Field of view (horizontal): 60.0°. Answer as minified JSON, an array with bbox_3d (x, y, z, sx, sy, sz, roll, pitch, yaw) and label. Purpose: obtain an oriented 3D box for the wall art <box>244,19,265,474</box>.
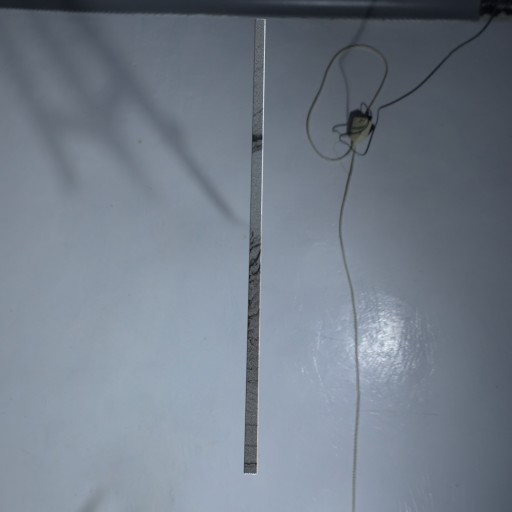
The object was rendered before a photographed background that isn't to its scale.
[{"bbox_3d":[0.000,0.000,1.145,0.023,0.607,0.914,1,75,0],"label":"wall art"}]
